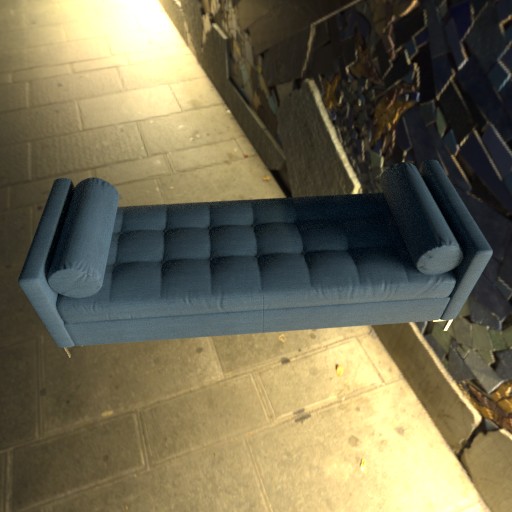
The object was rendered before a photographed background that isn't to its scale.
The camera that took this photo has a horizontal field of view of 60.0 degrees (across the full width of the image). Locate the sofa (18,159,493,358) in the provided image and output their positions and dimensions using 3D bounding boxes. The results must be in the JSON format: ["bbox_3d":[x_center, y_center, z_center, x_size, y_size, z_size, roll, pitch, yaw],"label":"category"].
[{"bbox_3d":[0.000,0.000,2.275,1.981,0.635,0.686,-3,47,-3],"label":"sofa"}]
